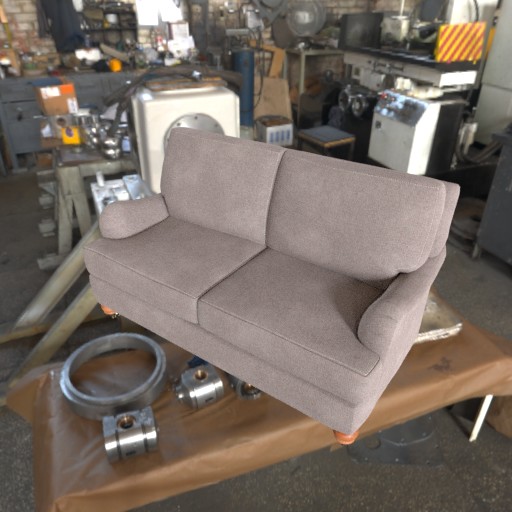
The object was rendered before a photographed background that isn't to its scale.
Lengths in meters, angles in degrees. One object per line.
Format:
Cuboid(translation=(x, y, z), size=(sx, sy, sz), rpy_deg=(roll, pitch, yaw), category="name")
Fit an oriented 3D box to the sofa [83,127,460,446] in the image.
Cuboid(translation=(0.000, 0.000, 2.526), size=(1.853, 1.101, 1.084), rpy_deg=(20, 36, 29), category="sofa")
